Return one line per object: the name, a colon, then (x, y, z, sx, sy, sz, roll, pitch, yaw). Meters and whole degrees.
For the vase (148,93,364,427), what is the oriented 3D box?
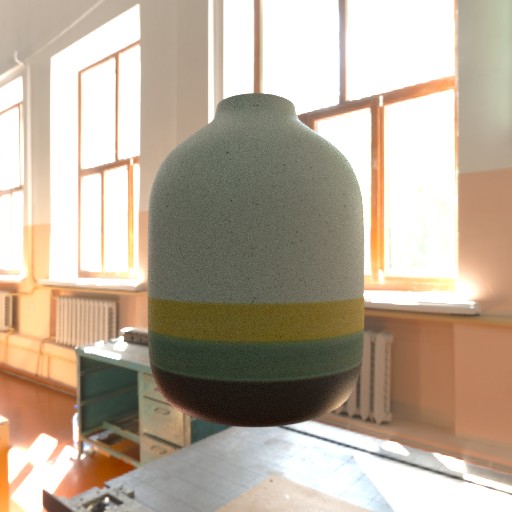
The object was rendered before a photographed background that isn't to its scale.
vase: (0.000, 0.000, 0.356, 0.169, 0.240, 0.169, 0, -1, 0)
